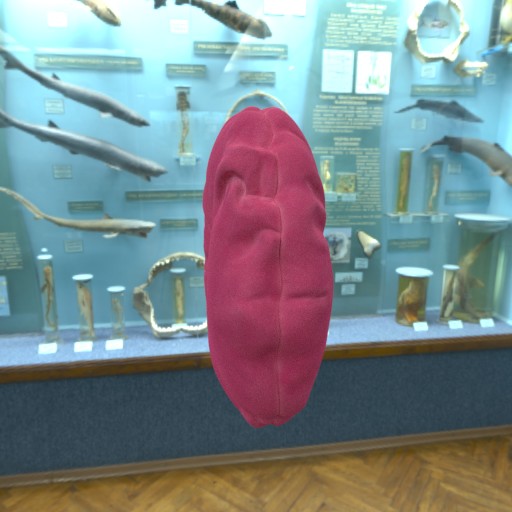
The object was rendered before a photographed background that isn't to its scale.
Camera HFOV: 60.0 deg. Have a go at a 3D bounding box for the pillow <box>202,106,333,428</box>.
[{"bbox_3d":[0.000,0.000,0.635,0.148,0.407,0.428,-2,13,-8],"label":"pillow"}]
